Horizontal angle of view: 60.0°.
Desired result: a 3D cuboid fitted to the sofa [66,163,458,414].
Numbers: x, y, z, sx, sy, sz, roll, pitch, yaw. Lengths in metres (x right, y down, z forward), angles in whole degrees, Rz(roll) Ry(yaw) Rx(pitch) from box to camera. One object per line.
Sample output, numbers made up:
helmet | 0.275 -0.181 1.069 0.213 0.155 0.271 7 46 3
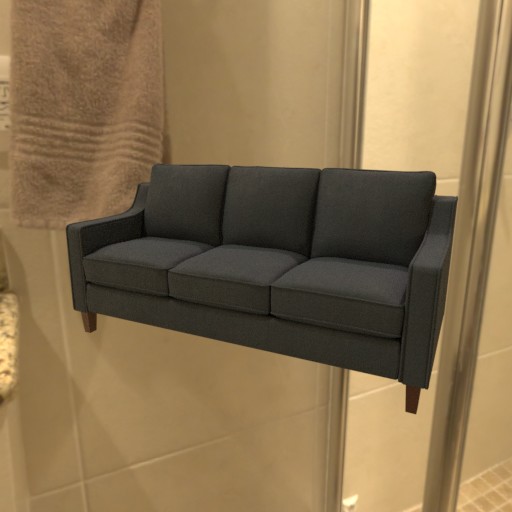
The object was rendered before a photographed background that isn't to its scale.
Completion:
sofa | 0.000 0.000 2.502 1.986 0.974 0.911 7 16 25
